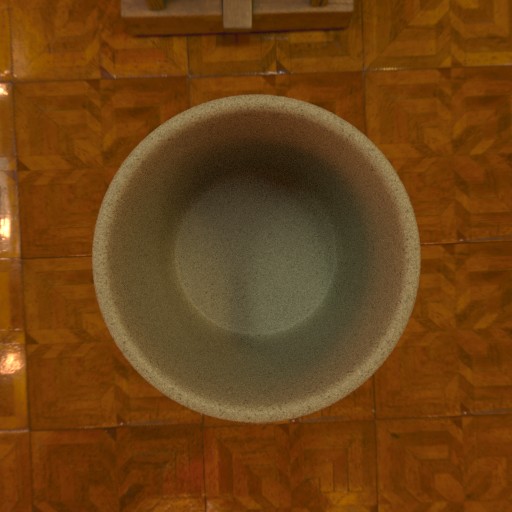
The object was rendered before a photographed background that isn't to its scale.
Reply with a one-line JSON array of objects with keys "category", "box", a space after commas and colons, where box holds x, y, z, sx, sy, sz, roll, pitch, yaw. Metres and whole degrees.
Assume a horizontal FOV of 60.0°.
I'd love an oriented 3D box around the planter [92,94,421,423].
[{"category": "planter", "box": [0.000, 0.000, 0.355, 0.191, 0.200, 0.191, 0, 91, 0]}]
